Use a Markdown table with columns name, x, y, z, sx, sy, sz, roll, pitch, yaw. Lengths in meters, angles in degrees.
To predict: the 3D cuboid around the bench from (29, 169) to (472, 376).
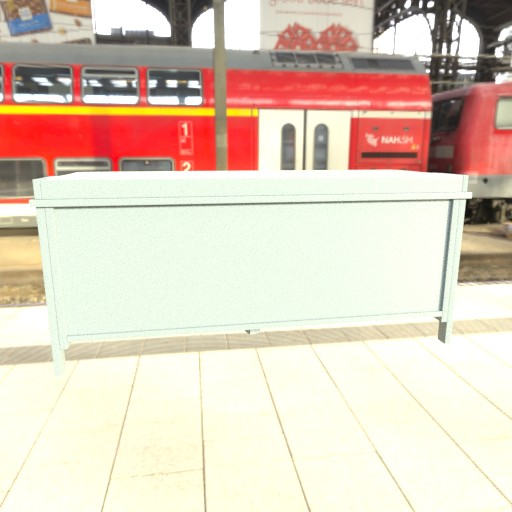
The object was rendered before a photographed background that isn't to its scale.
| name | x | y | z | sx | sy | sz | roll | pitch | yaw |
| --- | --- | --- | --- | --- | --- | --- | --- | --- | --- |
| bench | 0.000 | 0.000 | 1.361 | 1.140 | 0.501 | 0.398 | -2 | 13 | -10 |
